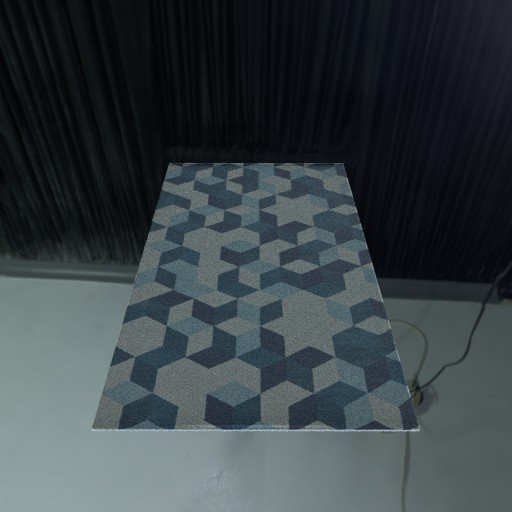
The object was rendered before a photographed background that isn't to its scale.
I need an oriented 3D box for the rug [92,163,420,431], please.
[{"bbox_3d":[0.000,0.000,2.960,1.518,0.015,2.438,0,41,0],"label":"rug"}]
